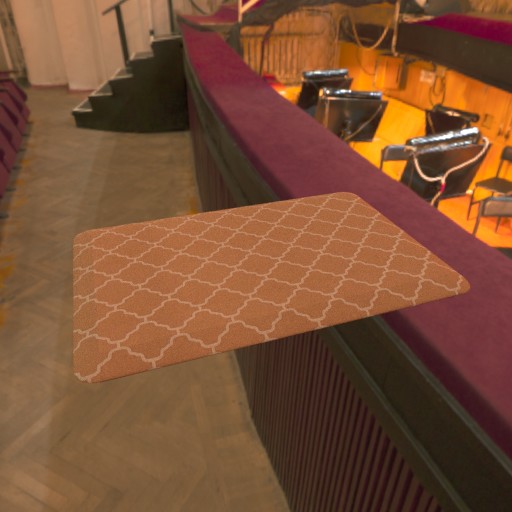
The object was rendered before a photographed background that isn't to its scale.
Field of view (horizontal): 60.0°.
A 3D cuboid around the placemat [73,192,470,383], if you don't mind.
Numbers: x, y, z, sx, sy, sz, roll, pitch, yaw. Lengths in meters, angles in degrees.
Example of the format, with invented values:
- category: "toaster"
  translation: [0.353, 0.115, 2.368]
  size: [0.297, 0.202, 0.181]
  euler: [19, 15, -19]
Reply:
- category: "placemat"
  translation: [0.000, 0.000, 0.976]
  size: [0.762, 0.021, 0.508]
  euler: [-10, 34, -16]
